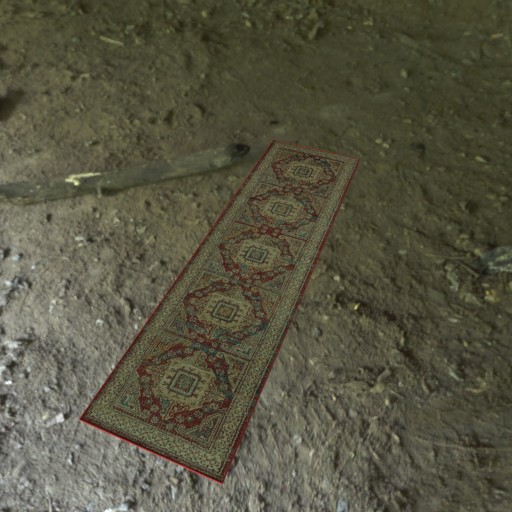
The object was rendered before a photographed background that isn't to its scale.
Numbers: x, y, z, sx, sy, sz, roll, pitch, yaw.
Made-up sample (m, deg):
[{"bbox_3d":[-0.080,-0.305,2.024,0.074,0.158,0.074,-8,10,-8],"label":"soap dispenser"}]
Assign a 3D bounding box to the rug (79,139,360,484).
[{"bbox_3d":[0.000,0.000,2.485,0.659,0.015,2.292,16,49,15],"label":"rug"}]
